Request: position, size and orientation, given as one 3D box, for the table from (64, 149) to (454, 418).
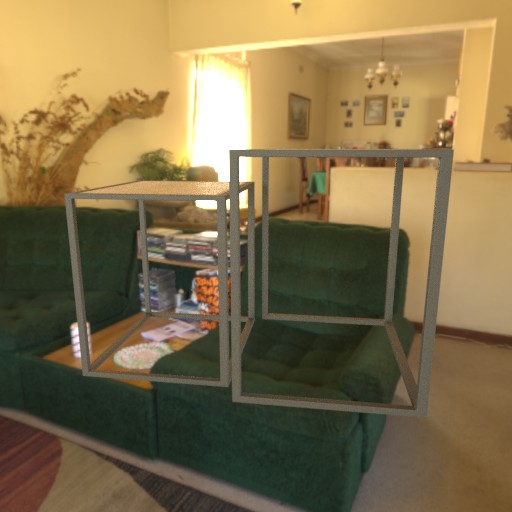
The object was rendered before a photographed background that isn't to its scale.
[{"bbox_3d":[0.000,0.000,1.153,0.788,0.540,0.508,2,14,8],"label":"table"}]
